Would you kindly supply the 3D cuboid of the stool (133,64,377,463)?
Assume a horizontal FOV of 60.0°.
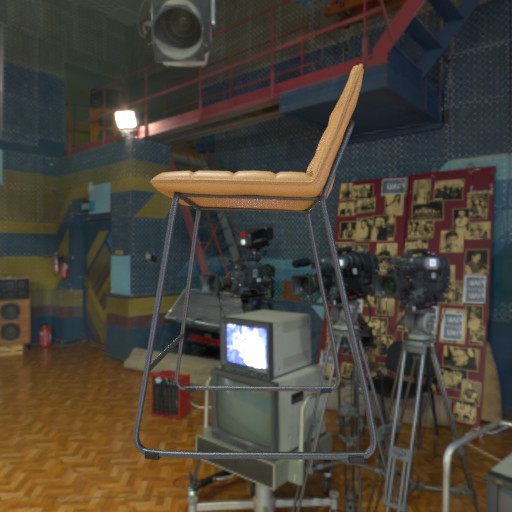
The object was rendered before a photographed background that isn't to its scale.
[{"bbox_3d":[0.000,0.000,1.173,0.524,0.866,0.489,0,0,1],"label":"stool"}]
